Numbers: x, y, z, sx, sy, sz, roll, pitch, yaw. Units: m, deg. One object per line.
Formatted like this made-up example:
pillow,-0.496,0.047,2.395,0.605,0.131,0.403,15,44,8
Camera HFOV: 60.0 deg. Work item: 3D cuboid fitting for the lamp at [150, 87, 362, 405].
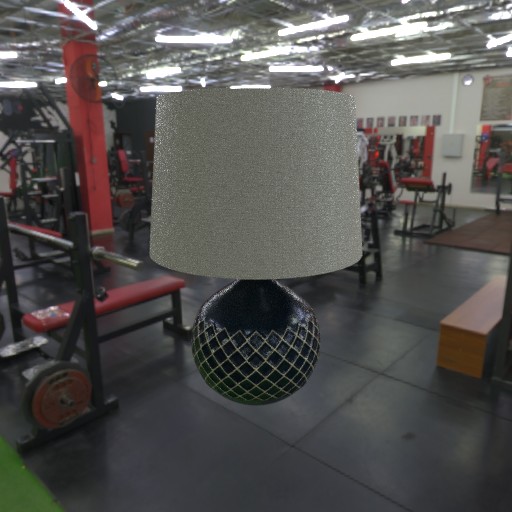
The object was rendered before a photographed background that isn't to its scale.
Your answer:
lamp,0.000,0.000,0.807,0.376,0.540,0.376,0,14,0
